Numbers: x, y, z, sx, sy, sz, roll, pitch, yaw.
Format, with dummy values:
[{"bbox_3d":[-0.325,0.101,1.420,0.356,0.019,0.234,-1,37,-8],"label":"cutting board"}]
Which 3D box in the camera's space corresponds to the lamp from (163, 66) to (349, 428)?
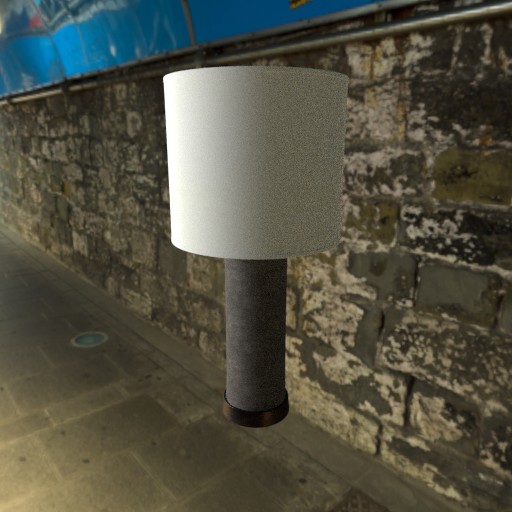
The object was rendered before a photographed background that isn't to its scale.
[{"bbox_3d":[0.000,0.000,0.811,0.301,0.630,0.301,-8,17,-26],"label":"lamp"}]
